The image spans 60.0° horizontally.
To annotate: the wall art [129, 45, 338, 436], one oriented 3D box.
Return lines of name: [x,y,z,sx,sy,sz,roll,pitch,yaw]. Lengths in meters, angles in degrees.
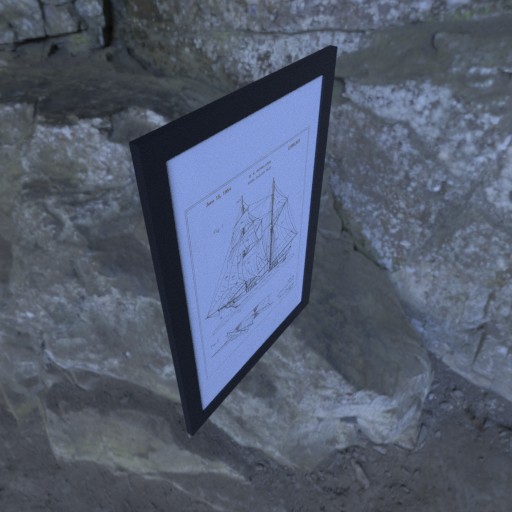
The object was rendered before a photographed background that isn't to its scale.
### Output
wall art: [0.000,0.000,0.695,0.013,0.534,0.381,25,47,27]
